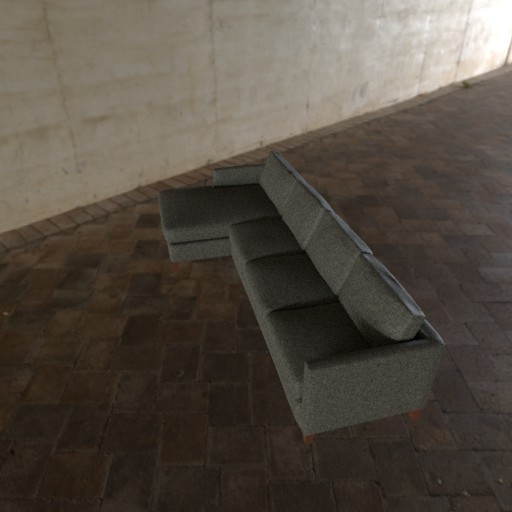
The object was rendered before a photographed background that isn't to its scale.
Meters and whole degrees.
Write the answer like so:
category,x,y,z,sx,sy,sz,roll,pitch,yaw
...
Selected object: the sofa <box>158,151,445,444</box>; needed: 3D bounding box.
category,x,y,z,sx,sy,sz,roll,pitch,yaw
sofa,0.000,0.000,4.170,1.635,0.960,3.485,-7,32,-12
